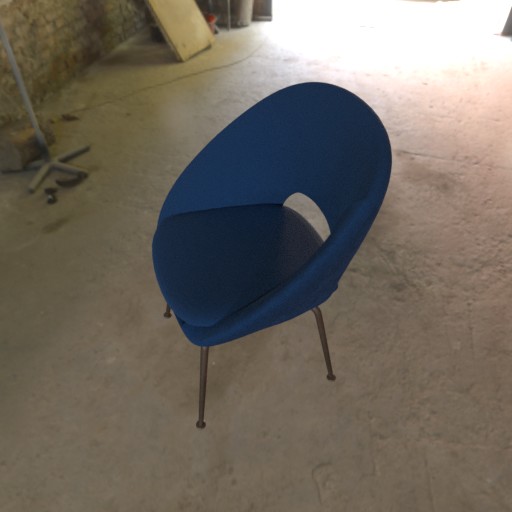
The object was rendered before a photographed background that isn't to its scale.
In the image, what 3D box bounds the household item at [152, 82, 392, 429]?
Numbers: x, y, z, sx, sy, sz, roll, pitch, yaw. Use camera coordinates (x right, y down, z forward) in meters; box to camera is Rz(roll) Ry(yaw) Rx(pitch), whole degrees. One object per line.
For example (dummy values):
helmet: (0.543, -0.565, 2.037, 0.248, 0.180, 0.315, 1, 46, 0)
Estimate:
household item: (0.000, 0.000, 1.276, 0.573, 0.852, 0.623, -15, 47, -15)
